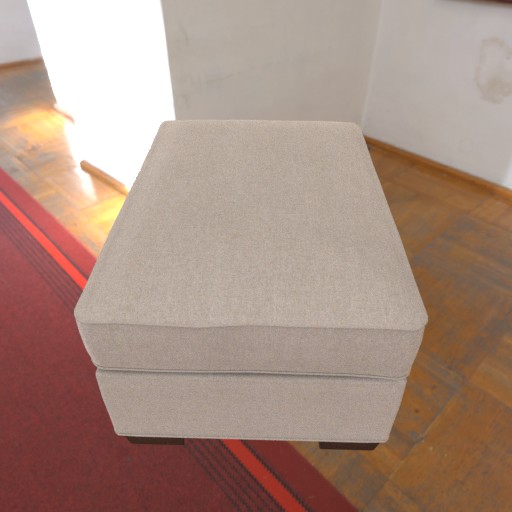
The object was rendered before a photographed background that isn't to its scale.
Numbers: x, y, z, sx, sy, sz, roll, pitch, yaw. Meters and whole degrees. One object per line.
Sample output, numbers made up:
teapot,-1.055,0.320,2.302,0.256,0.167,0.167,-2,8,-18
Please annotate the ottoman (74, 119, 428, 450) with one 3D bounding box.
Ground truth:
ottoman,0.000,0.000,1.185,0.617,0.503,0.846,1,40,1
